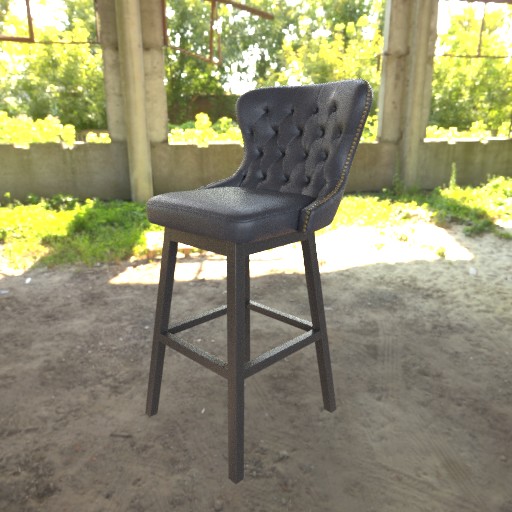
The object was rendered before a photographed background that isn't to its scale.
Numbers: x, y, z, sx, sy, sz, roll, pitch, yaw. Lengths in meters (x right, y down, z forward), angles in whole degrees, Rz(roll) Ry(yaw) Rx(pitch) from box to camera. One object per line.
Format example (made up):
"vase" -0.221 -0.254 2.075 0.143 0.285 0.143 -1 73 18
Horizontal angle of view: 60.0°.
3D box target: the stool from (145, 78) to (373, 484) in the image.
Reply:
"stool" 0.000 0.000 1.385 0.528 1.050 0.601 15 22 42
